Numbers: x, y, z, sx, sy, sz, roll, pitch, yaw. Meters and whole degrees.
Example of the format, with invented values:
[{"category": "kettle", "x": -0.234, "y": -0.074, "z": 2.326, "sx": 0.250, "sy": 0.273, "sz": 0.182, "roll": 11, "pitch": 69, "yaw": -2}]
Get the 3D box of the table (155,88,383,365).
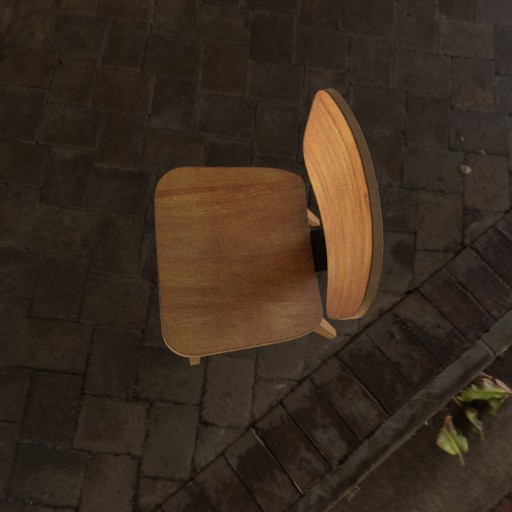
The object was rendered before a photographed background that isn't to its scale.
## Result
[{"category": "table", "x": 0.000, "y": 0.000, "z": 1.145, "sx": 0.500, "sy": 0.805, "sz": 0.499, "roll": -6, "pitch": 76, "yaw": -1}]
